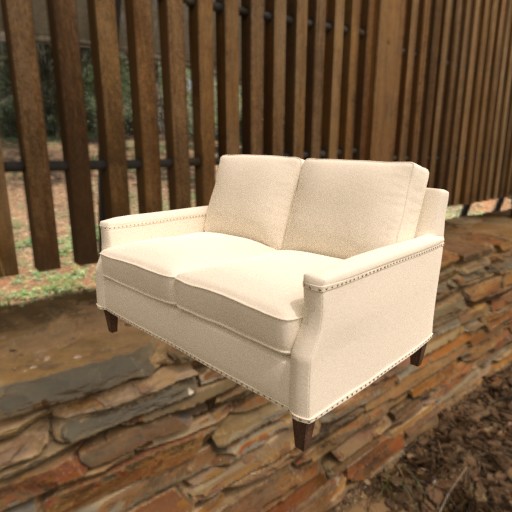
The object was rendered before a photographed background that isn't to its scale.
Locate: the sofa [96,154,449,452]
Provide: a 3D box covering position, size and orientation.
[{"bbox_3d":[0.000,0.000,2.313,1.084,1.003,1.597,-14,20,-43],"label":"sofa"}]
